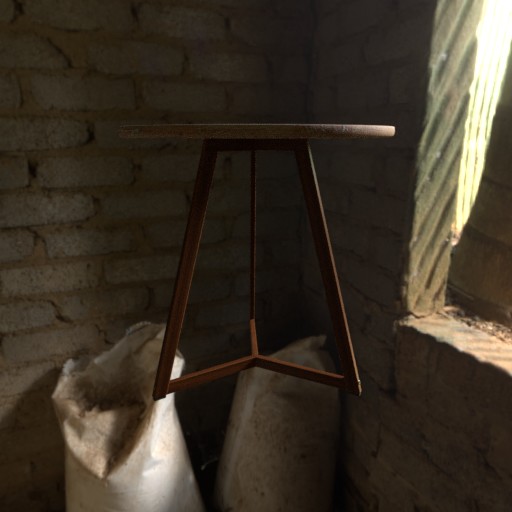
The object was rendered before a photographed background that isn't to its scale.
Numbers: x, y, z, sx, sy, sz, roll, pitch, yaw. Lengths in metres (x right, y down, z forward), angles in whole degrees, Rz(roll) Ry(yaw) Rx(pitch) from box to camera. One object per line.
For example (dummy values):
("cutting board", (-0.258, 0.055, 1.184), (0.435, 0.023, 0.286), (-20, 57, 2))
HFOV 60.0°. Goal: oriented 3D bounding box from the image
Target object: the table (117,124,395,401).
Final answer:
("table", (0.000, 0.000, 0.898), (0.500, 0.500, 0.500), (0, 15, 0))
